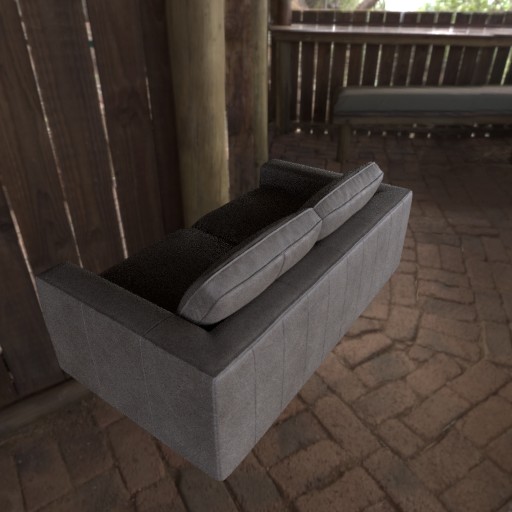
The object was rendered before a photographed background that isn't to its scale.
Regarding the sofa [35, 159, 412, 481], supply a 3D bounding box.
[{"bbox_3d":[0.000,0.000,2.412,1.070,0.800,1.920,20,37,30],"label":"sofa"}]
